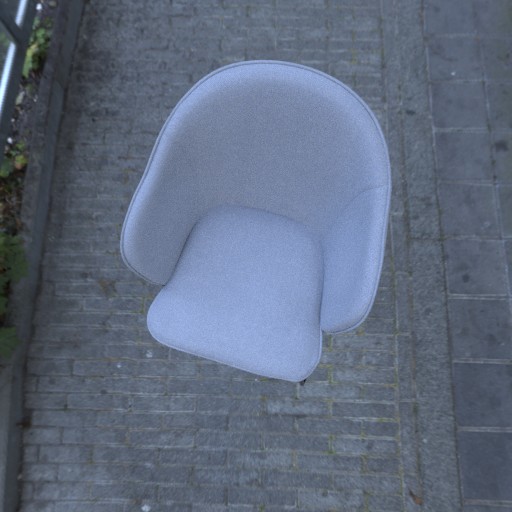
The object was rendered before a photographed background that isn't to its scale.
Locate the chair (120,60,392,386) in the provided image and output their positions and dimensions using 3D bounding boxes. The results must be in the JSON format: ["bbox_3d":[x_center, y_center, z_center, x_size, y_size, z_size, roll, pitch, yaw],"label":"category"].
[{"bbox_3d":[0.000,0.000,1.189,0.570,0.817,0.592,15,75,4],"label":"chair"}]
